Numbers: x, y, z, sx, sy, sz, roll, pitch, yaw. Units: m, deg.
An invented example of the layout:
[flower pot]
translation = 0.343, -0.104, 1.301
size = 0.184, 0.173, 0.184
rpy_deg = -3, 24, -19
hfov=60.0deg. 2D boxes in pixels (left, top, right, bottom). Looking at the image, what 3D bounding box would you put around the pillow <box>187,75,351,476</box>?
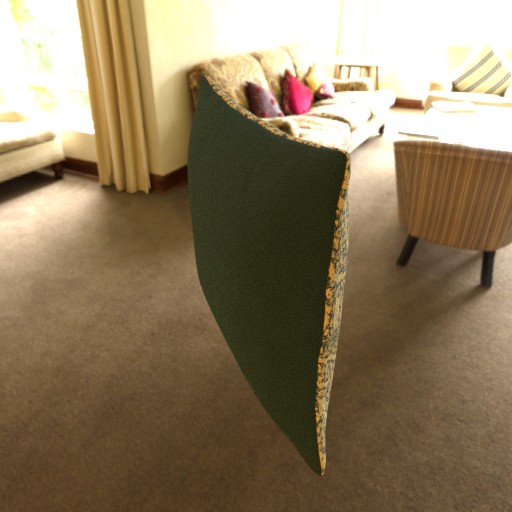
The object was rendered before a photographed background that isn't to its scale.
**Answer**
[pillow]
translation = 0.000, 0.000, 0.758
size = 0.166, 0.510, 0.523
rpy_deg = -11, 32, -18
